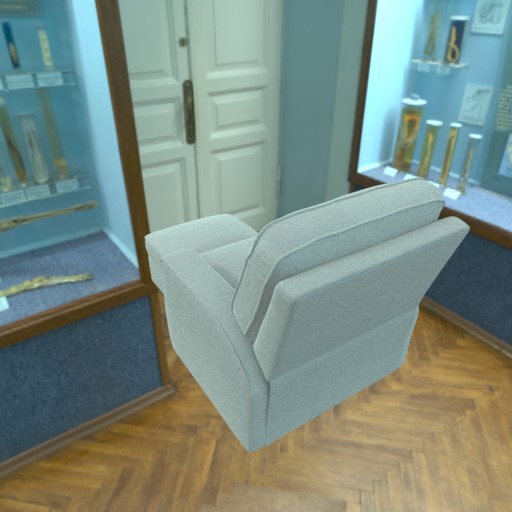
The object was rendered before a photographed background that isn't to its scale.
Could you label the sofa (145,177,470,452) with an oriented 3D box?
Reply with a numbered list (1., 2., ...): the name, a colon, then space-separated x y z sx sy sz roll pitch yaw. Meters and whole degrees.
1. sofa: 0.000 0.000 2.006 0.861 0.959 1.472 -18 35 -28
